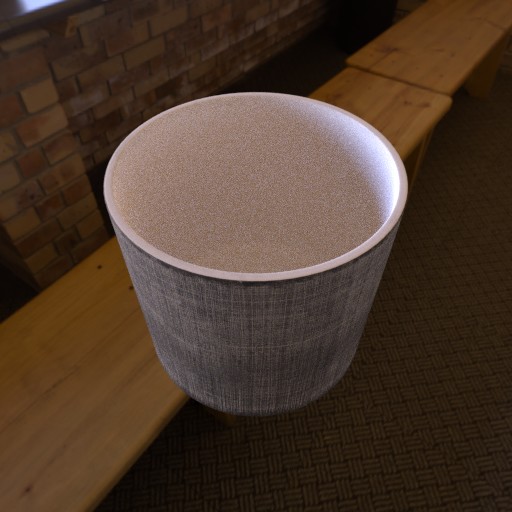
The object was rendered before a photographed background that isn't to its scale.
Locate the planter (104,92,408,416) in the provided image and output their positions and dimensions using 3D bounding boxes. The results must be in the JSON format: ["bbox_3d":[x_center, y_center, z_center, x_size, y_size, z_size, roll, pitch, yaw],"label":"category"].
[{"bbox_3d":[0.000,0.000,0.404,0.221,0.201,0.221,0,48,0],"label":"planter"}]
